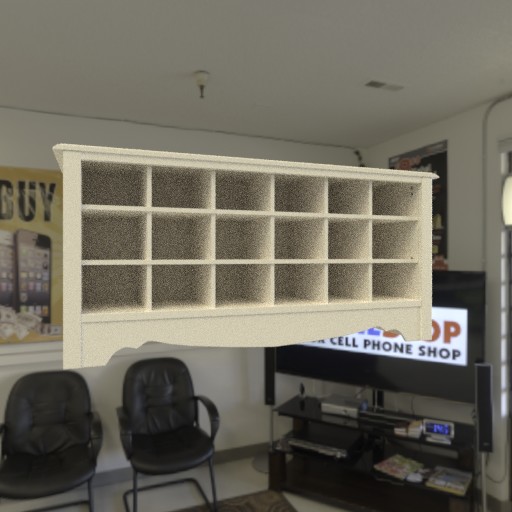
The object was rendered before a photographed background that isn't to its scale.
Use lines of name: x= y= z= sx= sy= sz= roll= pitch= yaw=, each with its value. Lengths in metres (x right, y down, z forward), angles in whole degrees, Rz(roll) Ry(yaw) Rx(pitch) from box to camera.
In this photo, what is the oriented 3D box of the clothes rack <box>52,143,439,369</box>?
clothes rack: x=0.000 y=0.000 z=1.370 sx=1.120 sy=0.531 sz=0.324 roll=0 pitch=0 yaw=-20
